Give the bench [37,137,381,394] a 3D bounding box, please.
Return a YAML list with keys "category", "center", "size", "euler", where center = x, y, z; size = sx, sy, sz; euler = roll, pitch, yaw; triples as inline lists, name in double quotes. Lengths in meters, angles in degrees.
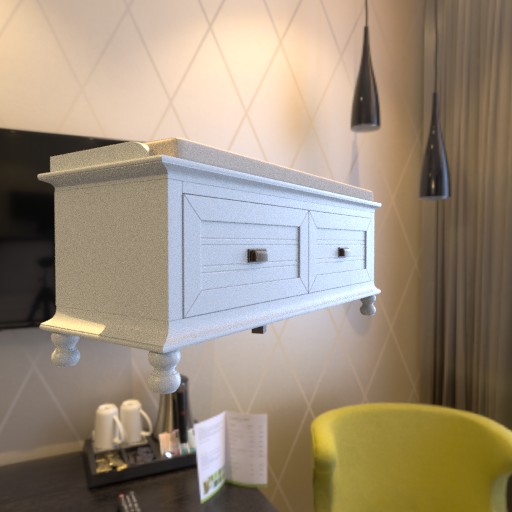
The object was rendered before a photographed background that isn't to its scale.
- category: "bench"
  center: [0.000, 0.000, 1.393]
  size: [0.402, 0.486, 1.185]
  euler: [1, 2, 34]
